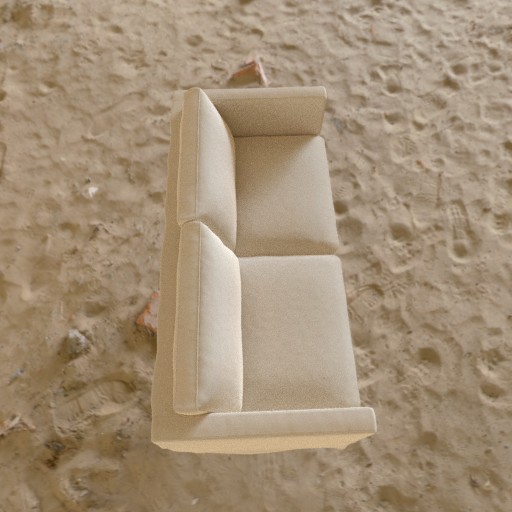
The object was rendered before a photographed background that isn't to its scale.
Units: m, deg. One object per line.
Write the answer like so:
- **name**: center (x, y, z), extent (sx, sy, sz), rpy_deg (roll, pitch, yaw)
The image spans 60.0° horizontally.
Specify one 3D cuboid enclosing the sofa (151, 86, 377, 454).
- **sofa**: center (0.000, 0.000, 2.481), extent (0.940, 0.870, 1.987), rpy_deg (-2, 63, -1)
